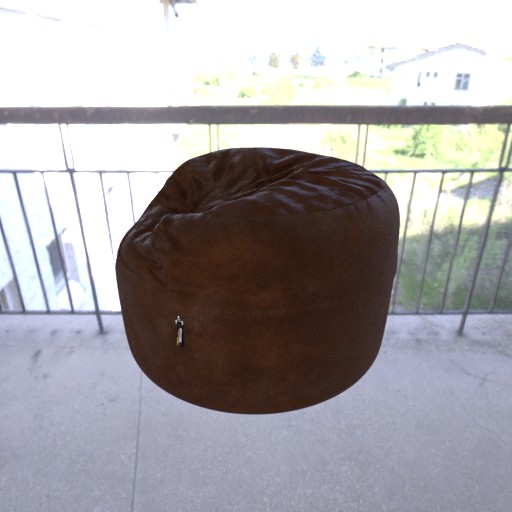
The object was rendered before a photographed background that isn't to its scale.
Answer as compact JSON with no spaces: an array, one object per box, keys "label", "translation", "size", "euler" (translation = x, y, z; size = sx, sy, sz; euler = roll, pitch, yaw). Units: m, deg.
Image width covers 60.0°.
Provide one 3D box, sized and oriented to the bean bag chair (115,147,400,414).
[{"label":"bean bag chair","translation":[0.000,0.000,1.503],"size":[0.918,0.616,0.918],"euler":[0,25,0]}]
